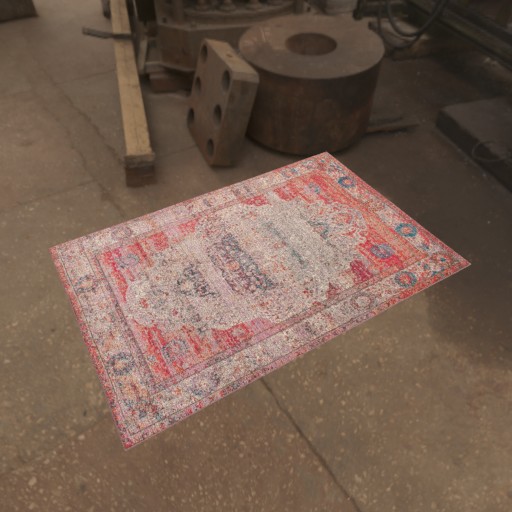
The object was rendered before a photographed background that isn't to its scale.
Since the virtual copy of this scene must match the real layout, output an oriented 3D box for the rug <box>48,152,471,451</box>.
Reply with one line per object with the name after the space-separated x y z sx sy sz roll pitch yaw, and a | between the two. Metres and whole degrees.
0.000 0.000 2.297 1.829 0.006 1.219 -23 50 -21 | rug
